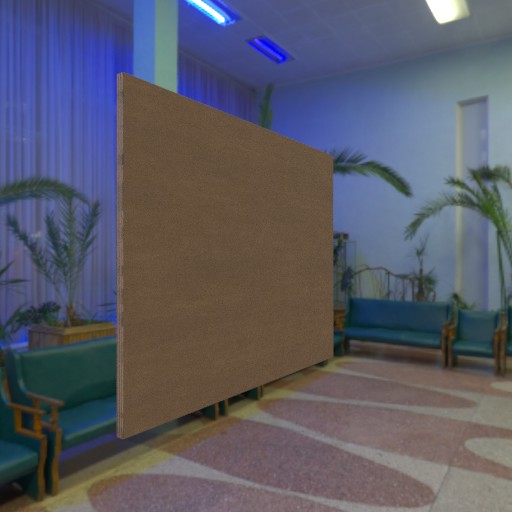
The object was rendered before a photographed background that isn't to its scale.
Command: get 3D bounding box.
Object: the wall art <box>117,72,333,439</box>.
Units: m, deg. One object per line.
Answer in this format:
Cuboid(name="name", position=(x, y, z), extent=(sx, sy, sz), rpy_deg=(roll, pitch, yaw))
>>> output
Cuboid(name="wall art", position=(0.000, 0.000, 0.699), extent=(0.012, 0.408, 0.508), rpy_deg=(0, 0, 37))
